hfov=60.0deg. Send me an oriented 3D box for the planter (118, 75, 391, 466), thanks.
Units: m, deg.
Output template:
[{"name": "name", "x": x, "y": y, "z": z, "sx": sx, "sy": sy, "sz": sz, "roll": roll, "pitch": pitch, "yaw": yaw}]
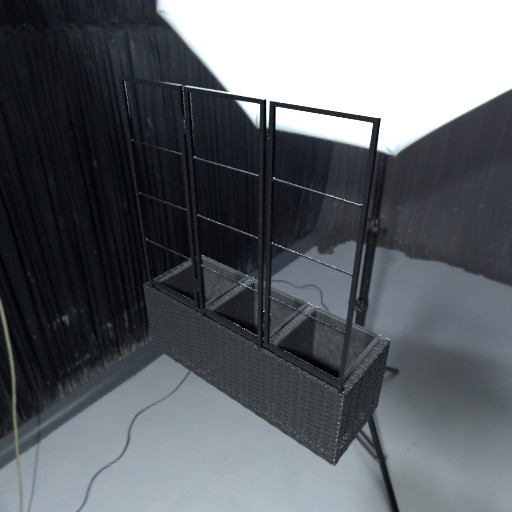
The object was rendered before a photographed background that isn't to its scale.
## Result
[{"name": "planter", "x": 0.000, "y": 0.000, "z": 1.152, "sx": 0.698, "sy": 0.841, "sz": 0.244, "roll": 22, "pitch": 37, "yaw": 33}]
